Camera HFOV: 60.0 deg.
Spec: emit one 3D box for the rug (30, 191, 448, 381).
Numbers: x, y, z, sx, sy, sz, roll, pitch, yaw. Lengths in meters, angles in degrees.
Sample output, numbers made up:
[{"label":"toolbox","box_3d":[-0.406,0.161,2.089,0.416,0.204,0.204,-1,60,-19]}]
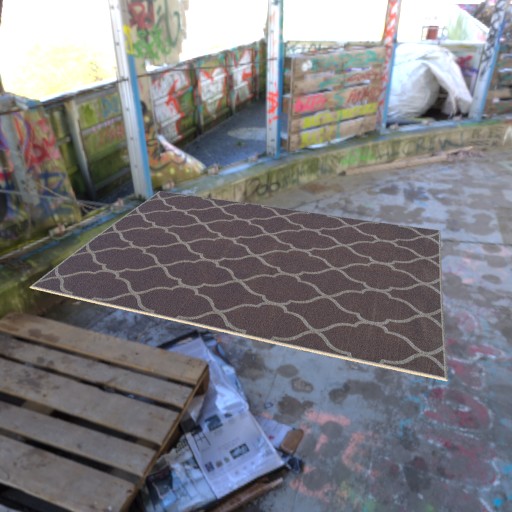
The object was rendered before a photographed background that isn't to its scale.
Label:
[{"label":"rug","box_3d":[0.000,0.000,2.887,2.294,0.014,1.528,10,32,16]}]
